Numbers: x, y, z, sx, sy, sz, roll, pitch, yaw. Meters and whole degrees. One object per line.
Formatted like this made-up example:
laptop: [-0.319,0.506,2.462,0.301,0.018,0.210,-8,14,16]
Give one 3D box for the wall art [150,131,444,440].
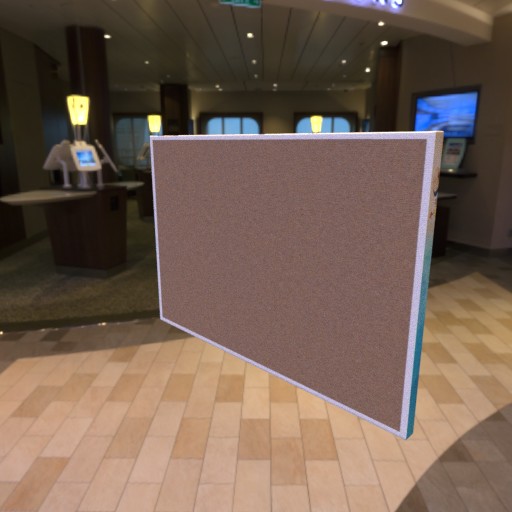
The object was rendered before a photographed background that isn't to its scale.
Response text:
wall art: [0.000,0.000,1.450,0.040,0.769,1.136,-14,20,-43]
